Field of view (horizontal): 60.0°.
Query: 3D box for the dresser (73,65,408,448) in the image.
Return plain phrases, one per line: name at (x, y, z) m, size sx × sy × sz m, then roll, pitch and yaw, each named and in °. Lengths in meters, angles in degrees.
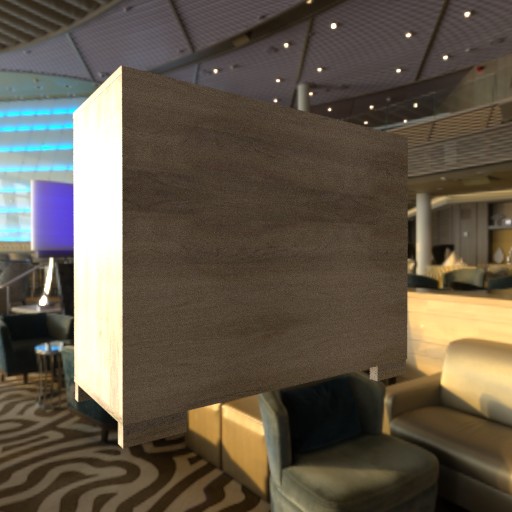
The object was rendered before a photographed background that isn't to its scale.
dresser at (0.000, 0.000, 1.394) m, size 0.994 × 0.816 × 0.404 m, roll 0°, pitch 1°, yaw -36°
